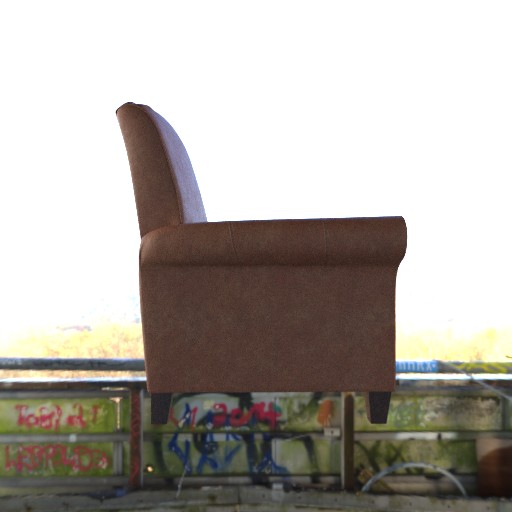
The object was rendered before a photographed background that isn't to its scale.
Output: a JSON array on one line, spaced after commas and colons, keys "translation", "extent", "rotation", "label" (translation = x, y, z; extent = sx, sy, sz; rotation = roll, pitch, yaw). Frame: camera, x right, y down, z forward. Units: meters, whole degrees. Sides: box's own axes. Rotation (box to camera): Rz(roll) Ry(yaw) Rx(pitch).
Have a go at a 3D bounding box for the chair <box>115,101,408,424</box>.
[{"translation": [0.000, 0.000, 1.750], "extent": [0.902, 1.061, 0.978], "rotation": [0, 0, 0], "label": "chair"}]
